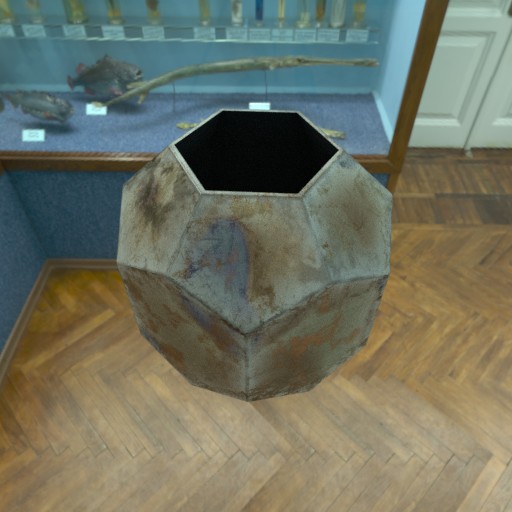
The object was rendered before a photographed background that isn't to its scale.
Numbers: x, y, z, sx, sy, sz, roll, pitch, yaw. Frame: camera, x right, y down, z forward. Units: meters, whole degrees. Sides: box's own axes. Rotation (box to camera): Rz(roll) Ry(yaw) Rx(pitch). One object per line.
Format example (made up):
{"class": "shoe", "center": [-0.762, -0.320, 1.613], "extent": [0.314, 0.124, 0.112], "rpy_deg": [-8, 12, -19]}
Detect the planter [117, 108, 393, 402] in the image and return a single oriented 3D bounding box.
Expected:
{"class": "planter", "center": [0.000, 0.000, 0.420], "extent": [0.221, 0.238, 0.243], "rpy_deg": [2, 47, 2]}
